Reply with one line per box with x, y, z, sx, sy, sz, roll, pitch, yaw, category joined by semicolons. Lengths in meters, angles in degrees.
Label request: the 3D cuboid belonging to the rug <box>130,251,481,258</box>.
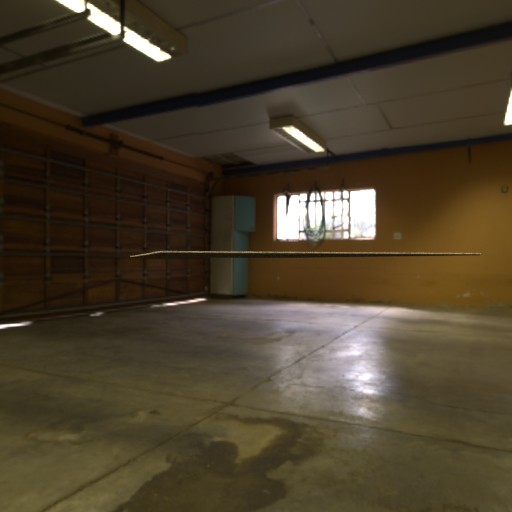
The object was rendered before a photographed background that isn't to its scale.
0.000;0.000;2.384;1.219;0.008;1.829;0;-1;-19;rug
